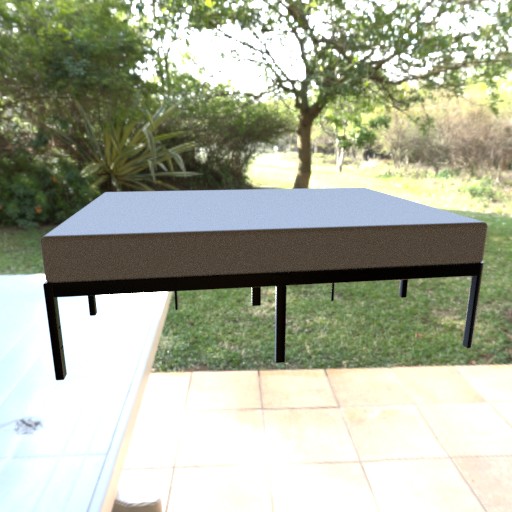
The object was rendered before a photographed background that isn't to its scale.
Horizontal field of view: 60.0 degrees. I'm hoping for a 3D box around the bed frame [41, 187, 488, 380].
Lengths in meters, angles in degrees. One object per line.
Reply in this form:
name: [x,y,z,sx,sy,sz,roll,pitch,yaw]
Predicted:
bed frame: [0.000,0.000,2.789,2.072,0.659,1.557,-2,15,-9]
